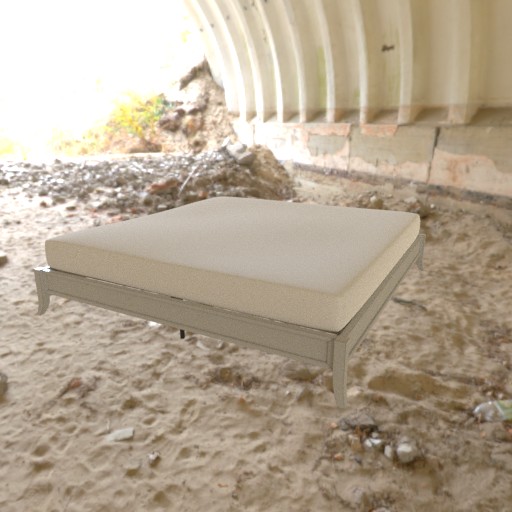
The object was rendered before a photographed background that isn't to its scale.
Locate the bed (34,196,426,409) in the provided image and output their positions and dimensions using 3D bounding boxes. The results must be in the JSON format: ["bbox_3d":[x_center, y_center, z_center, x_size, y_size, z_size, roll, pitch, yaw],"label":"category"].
[{"bbox_3d":[0.000,0.000,3.153,2.007,0.510,2.108,9,19,27],"label":"bed"}]
